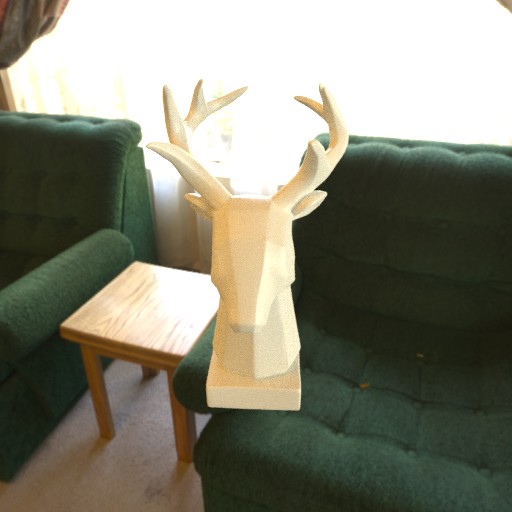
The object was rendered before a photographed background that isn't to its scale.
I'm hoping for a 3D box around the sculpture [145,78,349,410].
[{"bbox_3d":[0.000,0.000,0.455,0.174,0.329,0.224,1,29,2],"label":"sculpture"}]
